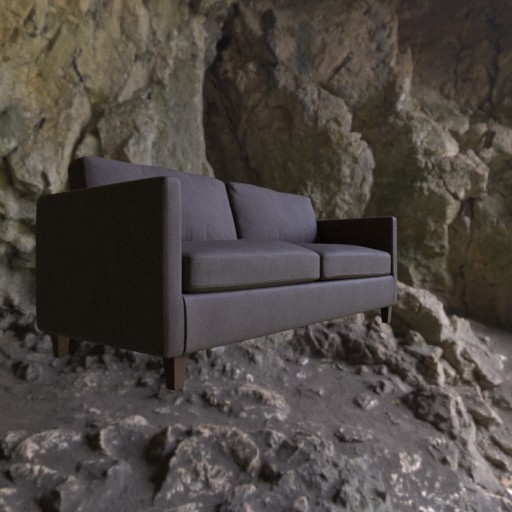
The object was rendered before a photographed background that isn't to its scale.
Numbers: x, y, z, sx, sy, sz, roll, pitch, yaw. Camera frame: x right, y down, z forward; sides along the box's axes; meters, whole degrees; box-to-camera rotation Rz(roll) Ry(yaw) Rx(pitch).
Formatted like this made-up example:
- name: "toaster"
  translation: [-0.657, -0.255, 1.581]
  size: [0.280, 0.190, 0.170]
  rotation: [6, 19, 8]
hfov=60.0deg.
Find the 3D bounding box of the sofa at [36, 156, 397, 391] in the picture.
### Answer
- name: "sofa"
  translation: [0.000, 0.000, 2.650]
  size: [0.951, 0.965, 2.208]
  rotation: [0, 0, 38]
